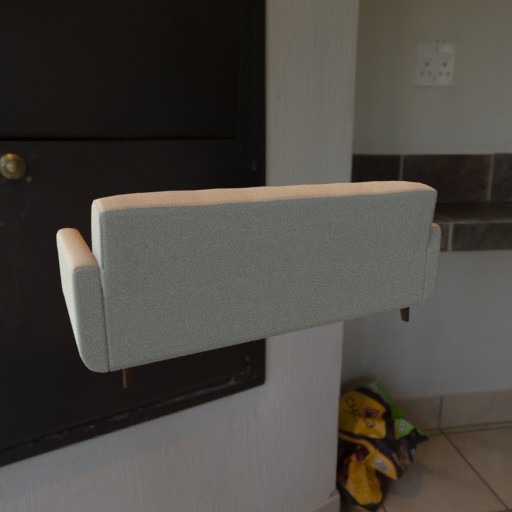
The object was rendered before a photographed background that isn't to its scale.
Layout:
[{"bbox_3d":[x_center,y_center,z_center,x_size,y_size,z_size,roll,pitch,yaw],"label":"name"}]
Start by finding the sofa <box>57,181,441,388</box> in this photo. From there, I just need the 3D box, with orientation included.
[{"bbox_3d":[0.000,0.000,2.679,2.137,0.892,0.980,-7,16,-26],"label":"sofa"}]
